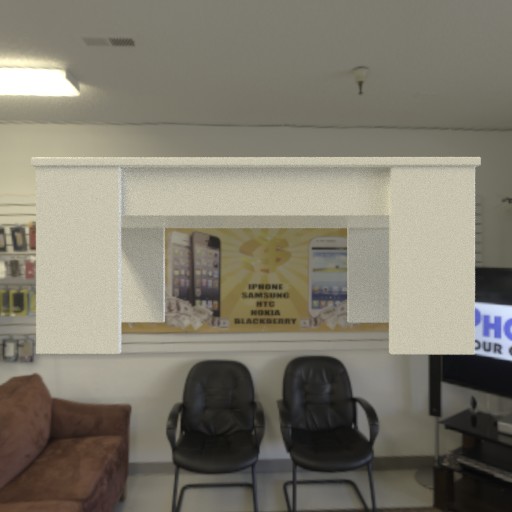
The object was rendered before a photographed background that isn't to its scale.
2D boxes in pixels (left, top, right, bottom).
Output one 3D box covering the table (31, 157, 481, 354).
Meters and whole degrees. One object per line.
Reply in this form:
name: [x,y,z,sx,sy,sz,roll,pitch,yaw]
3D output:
table: [0.000,0.000,1.235,1.000,0.440,0.500,0,0,0]
